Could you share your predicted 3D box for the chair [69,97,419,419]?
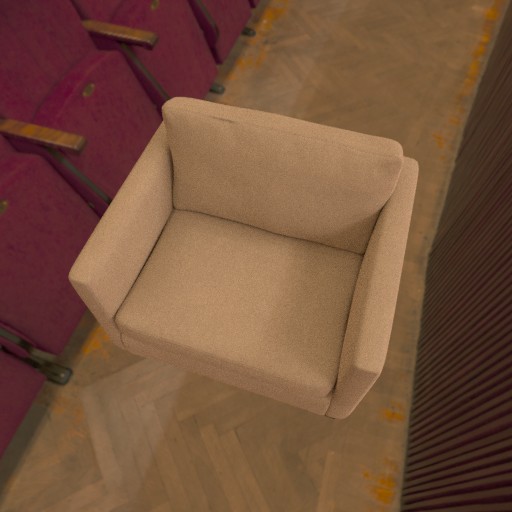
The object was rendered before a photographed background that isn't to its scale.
[{"bbox_3d":[0.000,0.000,1.859,1.107,0.961,0.959,15,59,9],"label":"chair"}]
